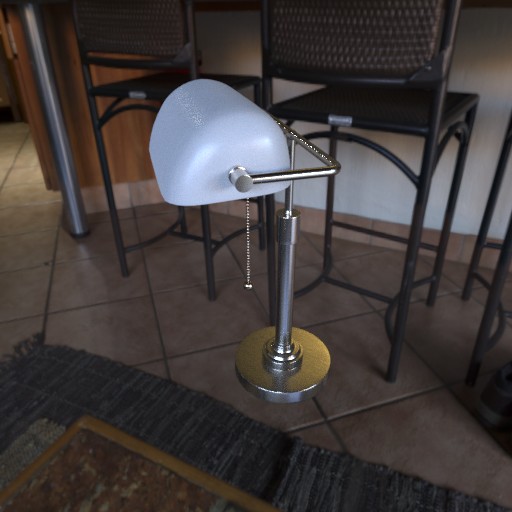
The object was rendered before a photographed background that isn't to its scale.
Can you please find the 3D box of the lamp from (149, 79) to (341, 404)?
[{"bbox_3d":[0.000,0.000,0.563,0.227,0.404,0.269,-8,31,-14],"label":"lamp"}]
